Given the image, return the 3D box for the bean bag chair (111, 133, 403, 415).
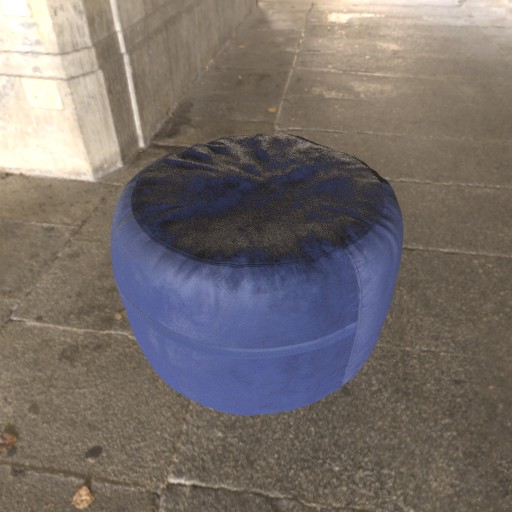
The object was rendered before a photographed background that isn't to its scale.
[{"bbox_3d":[0.000,0.000,1.991,1.219,0.762,1.219,0,40,0],"label":"bean bag chair"}]
